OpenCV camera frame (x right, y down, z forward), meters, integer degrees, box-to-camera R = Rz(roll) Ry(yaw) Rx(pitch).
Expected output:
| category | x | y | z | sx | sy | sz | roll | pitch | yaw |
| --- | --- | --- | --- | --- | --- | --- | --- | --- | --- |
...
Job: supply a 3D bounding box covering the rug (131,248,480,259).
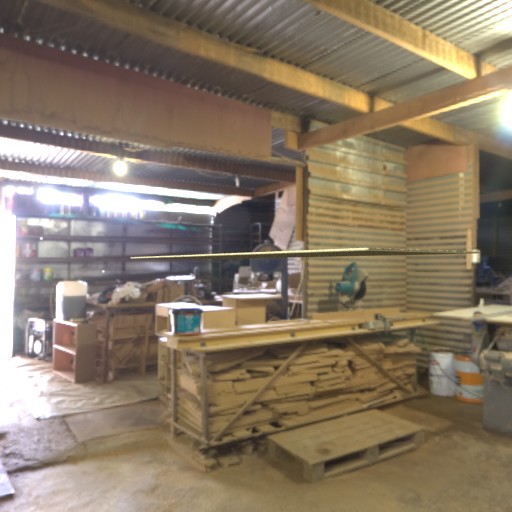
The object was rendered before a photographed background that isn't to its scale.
| category | x | y | z | sx | sy | sz | roll | pitch | yaw |
| --- | --- | --- | --- | --- | --- | --- | --- | --- | --- |
| rug | 0.000 | 0.000 | 2.766 | 0.750 | 0.009 | 2.435 | 1 | -1 | -35 |
